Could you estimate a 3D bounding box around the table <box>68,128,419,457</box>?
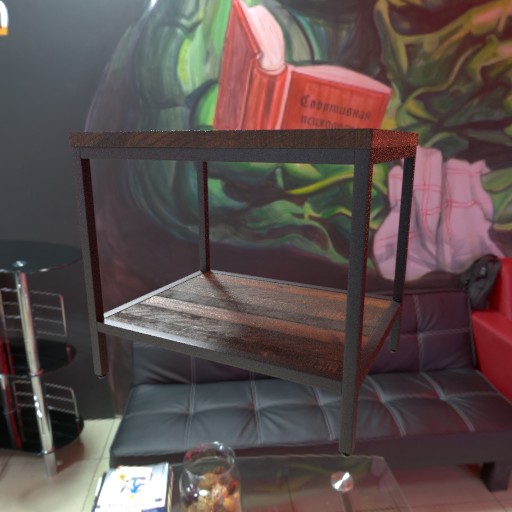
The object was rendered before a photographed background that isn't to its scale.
[{"bbox_3d":[0.000,0.000,1.143,0.678,0.612,0.524,7,16,26],"label":"table"}]
